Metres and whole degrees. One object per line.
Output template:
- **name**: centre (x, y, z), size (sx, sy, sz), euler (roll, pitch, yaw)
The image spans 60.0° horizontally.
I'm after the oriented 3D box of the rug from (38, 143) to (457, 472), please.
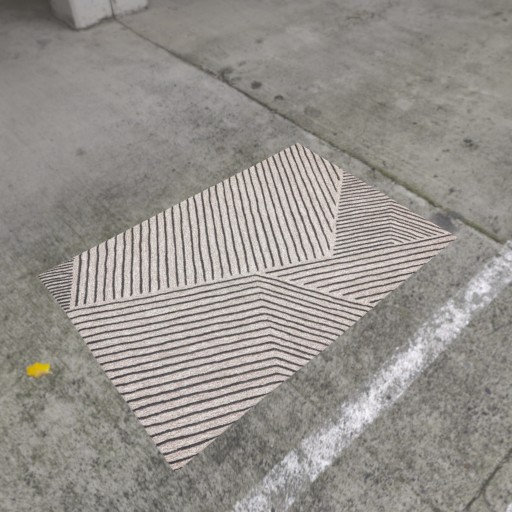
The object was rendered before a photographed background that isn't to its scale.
- **rug**: centre (0.000, 0.000, 2.320), size (1.842, 0.019, 1.237), euler (-32, 55, -27)
